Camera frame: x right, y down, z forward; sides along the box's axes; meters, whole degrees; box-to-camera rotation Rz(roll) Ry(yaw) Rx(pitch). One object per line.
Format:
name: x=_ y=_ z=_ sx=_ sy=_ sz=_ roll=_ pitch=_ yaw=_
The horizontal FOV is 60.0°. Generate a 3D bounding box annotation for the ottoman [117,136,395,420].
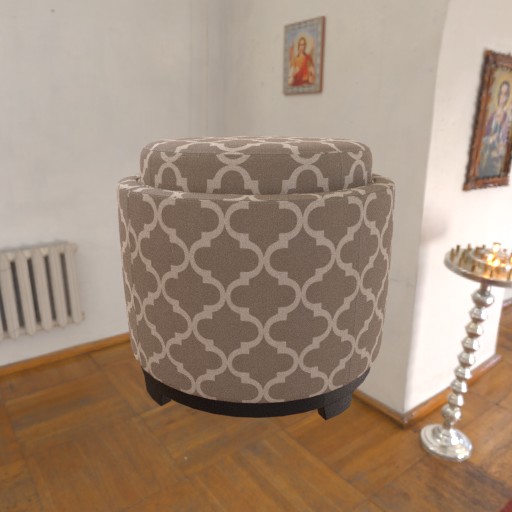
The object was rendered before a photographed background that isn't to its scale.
ottoman: x=0.000 y=0.000 z=0.826 sx=0.480 sy=0.429 sz=0.480 roll=0 pitch=17 yaw=0
